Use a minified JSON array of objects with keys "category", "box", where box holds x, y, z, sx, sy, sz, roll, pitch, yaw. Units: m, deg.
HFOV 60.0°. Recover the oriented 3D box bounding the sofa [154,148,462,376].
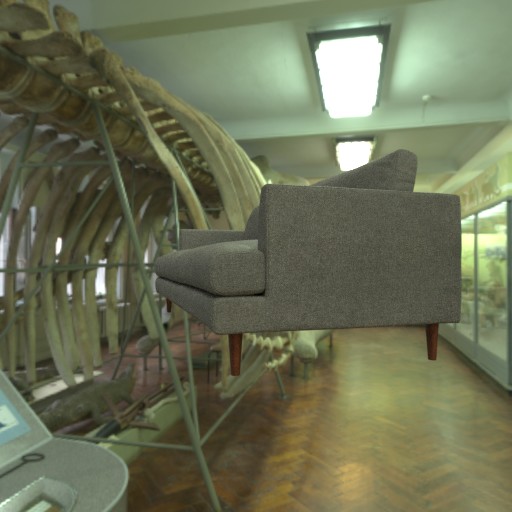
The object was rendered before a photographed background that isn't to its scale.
[{"category":"sofa","box":[0.000,0.000,2.660,1.020,0.868,2.250,0,-1,-17]}]
